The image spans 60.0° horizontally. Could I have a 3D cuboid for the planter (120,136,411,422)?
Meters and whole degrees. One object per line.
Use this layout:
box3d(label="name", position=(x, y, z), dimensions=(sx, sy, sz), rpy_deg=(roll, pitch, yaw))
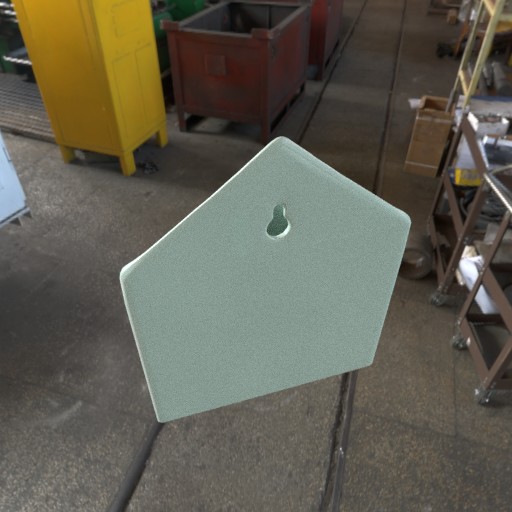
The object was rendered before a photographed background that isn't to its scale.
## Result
box3d(label="planter", position=(0.000, 0.000, 0.285), dimensions=(0.164, 0.197, 0.079), rpy_deg=(-11, 42, -13))
